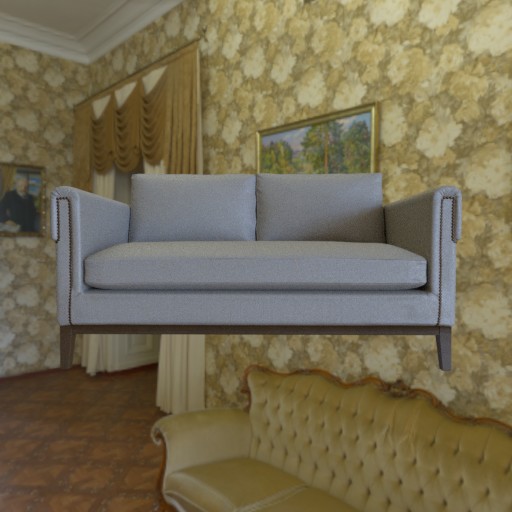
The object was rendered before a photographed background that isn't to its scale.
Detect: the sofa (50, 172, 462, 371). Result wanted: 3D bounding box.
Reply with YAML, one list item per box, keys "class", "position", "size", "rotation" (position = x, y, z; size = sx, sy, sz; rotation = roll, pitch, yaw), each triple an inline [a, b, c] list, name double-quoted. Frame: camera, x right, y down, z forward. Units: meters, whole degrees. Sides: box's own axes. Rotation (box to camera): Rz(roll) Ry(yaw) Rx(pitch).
- class: "sofa"
  position: [0.000, 0.000, 2.120]
  size: [1.598, 0.873, 0.899]
  rotation: [0, 1, 1]
